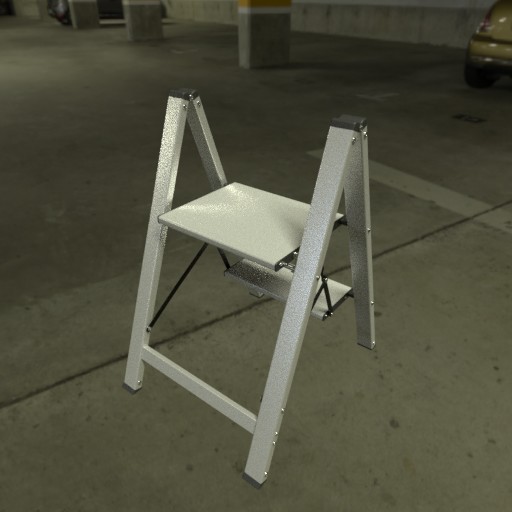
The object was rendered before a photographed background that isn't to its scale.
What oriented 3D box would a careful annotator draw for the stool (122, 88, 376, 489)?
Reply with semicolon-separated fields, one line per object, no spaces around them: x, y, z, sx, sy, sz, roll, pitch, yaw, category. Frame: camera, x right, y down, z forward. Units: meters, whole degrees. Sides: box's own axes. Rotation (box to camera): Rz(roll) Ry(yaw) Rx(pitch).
0.000;0.000;1.001;0.440;0.670;0.535;22;37;32;stool
